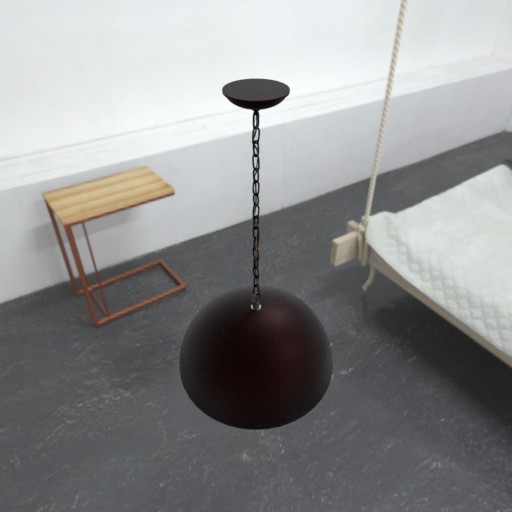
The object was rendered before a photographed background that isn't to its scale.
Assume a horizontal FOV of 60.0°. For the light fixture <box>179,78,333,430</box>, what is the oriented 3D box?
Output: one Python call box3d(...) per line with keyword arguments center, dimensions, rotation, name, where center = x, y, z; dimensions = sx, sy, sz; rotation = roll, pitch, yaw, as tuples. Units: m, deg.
box3d(center=(0.000, 0.000, 1.174), dimensions=(0.492, 0.869, 0.492), rotation=(25, 45, 28), name="light fixture")
